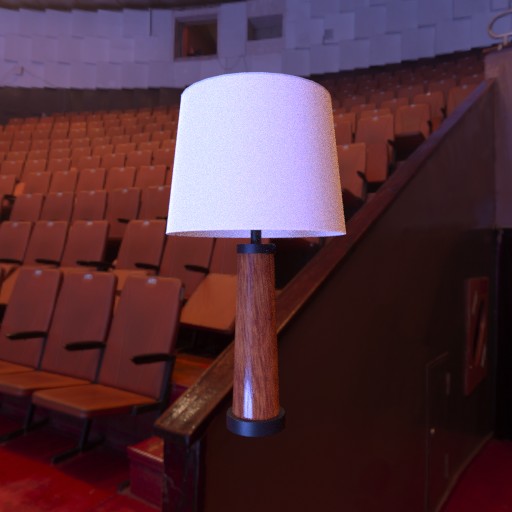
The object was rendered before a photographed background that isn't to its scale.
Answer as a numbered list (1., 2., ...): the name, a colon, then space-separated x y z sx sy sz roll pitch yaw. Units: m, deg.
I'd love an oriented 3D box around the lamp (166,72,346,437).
1. lamp: 0.000 0.000 0.873 0.349 0.667 0.349 0 0 0
